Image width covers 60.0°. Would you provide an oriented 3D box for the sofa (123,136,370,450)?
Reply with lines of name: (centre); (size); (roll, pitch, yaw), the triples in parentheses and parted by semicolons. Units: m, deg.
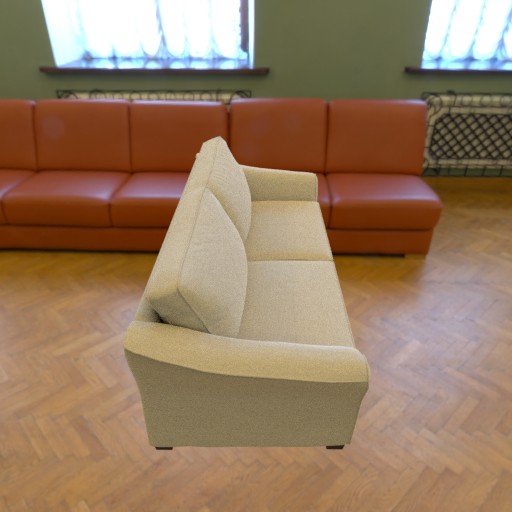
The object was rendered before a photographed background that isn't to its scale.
sofa: (0.000, 0.000, 2.730); (0.980, 0.965, 2.270); (0, 31, 1)
